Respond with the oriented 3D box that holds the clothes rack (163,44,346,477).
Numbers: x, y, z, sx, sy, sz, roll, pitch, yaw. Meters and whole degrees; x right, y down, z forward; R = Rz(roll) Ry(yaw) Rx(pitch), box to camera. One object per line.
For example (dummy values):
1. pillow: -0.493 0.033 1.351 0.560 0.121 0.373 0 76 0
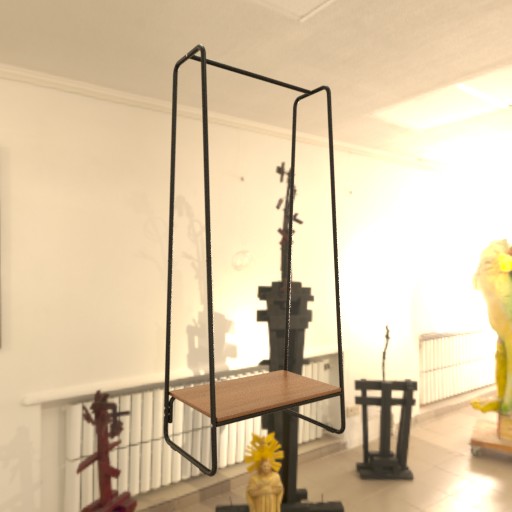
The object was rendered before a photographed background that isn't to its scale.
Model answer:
1. clothes rack: 0.000 0.000 1.818 0.640 1.500 0.400 0 -1 -36
